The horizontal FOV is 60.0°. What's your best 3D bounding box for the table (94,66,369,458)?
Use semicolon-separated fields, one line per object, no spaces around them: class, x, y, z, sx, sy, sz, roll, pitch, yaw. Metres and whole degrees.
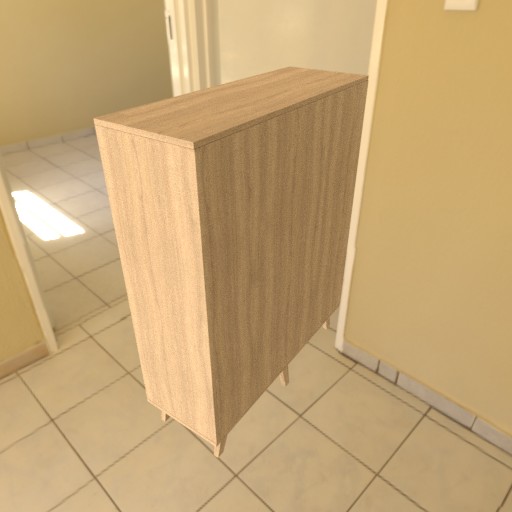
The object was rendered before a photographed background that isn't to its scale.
table;0.000;0.000;1.968;0.398;1.388;1.111;20;37;29
